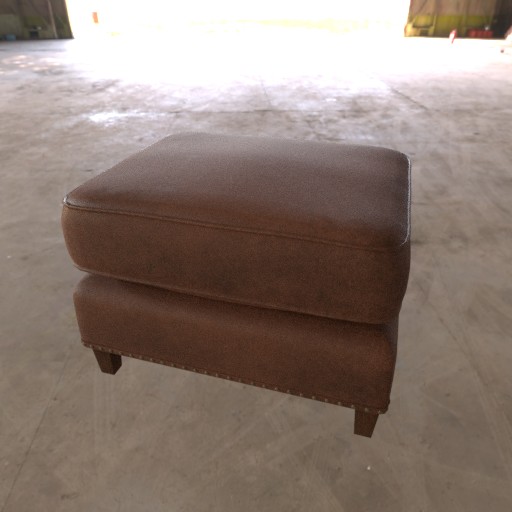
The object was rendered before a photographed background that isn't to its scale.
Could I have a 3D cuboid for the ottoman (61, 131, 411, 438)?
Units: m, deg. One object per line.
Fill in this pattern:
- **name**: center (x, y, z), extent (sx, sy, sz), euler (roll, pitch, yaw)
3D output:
- **ottoman**: center (0.000, 0.000, 1.147), extent (0.738, 0.537, 0.589), euler (9, 32, 14)
